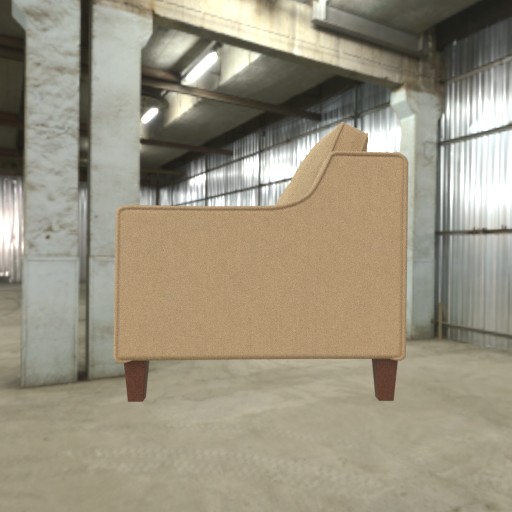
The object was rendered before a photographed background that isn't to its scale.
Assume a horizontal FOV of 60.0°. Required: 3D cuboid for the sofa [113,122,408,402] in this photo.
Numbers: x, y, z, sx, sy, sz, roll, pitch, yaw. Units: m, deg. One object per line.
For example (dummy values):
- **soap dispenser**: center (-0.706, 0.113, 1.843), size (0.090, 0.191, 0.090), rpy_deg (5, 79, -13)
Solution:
- **sofa**: center (0.000, 0.000, 2.200), size (0.987, 0.971, 1.501), rpy_deg (0, 0, -1)
